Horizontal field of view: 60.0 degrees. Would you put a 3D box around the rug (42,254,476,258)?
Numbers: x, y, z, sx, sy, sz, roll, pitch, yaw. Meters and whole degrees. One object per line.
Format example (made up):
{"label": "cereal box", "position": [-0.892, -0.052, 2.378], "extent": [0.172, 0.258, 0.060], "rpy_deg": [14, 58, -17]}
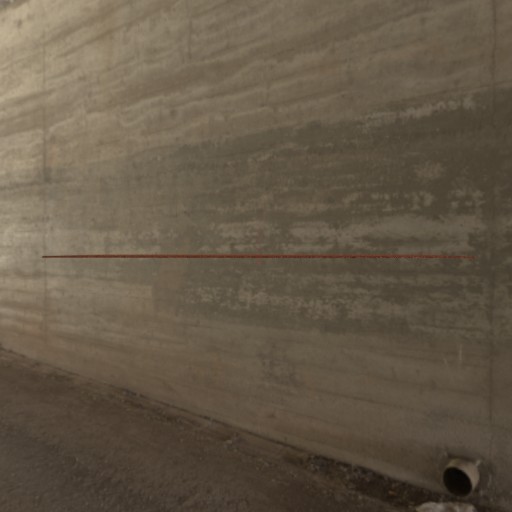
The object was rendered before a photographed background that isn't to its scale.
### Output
{"label": "rug", "position": [0.000, 0.000, 2.834], "extent": [2.471, 0.013, 0.914], "rpy_deg": [0, 1, 0]}
